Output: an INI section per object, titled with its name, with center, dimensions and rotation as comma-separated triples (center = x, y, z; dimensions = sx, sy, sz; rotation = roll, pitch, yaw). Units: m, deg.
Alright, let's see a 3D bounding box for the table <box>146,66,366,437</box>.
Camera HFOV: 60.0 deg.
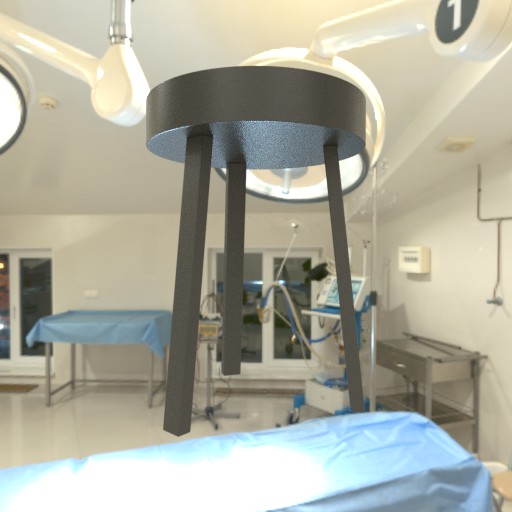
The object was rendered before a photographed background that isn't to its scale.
[table]
center = 0.000, 0.000, 0.850
dimensions = 0.406, 0.559, 0.406
rotation = 0, 1, 0
